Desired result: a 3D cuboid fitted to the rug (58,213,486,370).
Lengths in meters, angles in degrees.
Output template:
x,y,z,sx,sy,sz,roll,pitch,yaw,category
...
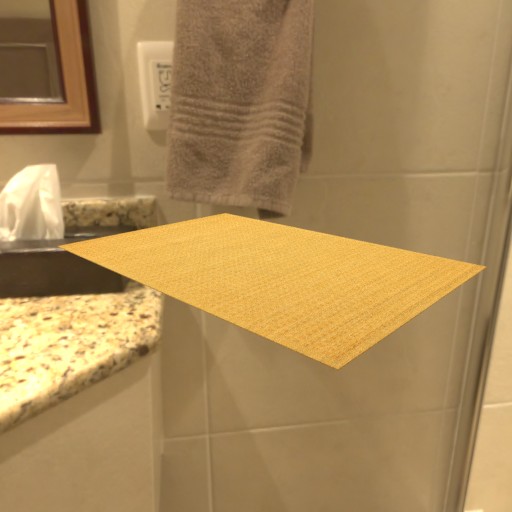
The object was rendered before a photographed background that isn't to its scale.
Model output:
x,y,z,sx,sy,sz,roll,pitch,yaw,category
0.000,0.000,3.598,2.895,0.006,1.981,16,23,41,rug
